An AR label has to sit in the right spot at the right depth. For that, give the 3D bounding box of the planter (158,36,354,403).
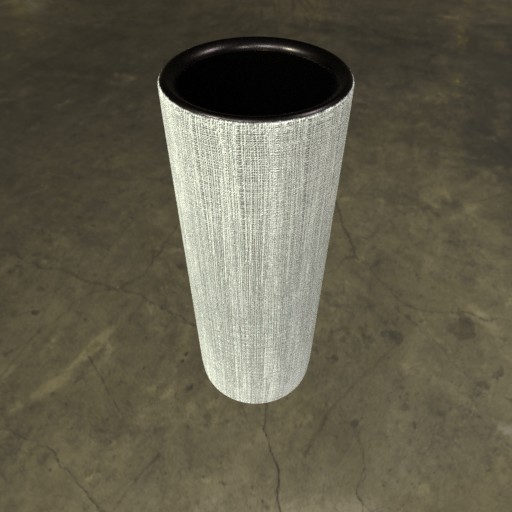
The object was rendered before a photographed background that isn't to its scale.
[{"bbox_3d":[0.000,0.000,0.322,0.100,0.270,0.100,15,48,14],"label":"planter"}]
